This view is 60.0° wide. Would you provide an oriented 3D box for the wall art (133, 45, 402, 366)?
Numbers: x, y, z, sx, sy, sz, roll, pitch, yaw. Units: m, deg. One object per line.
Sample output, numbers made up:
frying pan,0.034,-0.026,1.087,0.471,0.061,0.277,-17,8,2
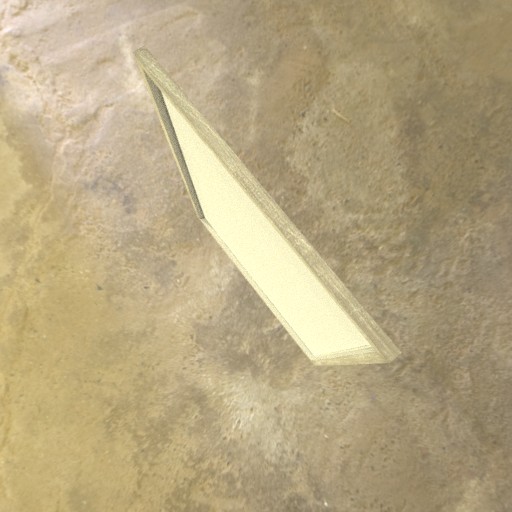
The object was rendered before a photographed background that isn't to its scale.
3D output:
wall art,0.000,0.000,1.325,0.035,1.022,0.781,-37,79,-9
